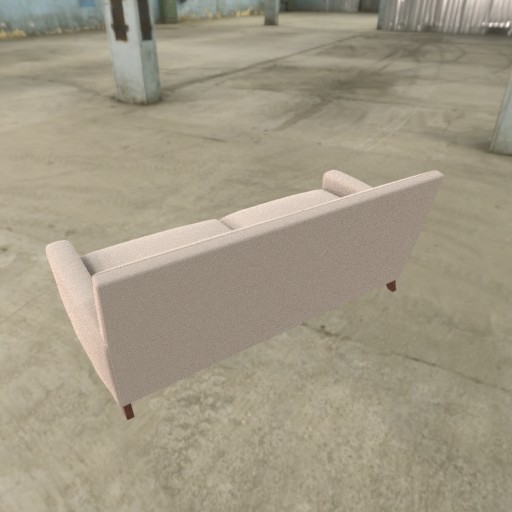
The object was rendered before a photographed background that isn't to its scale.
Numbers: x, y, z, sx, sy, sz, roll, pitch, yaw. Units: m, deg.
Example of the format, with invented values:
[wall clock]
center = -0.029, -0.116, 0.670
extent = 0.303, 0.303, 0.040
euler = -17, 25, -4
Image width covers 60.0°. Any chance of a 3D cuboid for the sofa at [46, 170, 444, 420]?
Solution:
[sofa]
center = 0.000, 0.000, 2.469
extent = 2.000, 0.846, 0.875
euler = -19, 35, -29
